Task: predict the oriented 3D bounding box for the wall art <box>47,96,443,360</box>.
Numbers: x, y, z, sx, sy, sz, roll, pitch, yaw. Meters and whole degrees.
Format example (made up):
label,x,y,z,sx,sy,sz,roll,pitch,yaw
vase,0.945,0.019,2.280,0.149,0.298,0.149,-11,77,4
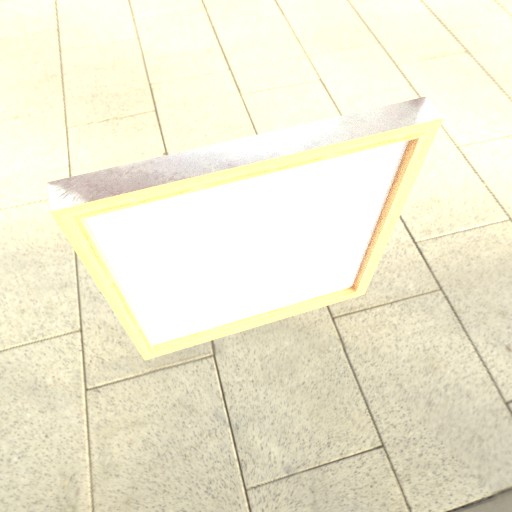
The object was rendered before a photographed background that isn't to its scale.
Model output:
label,x,y,z,sx,sy,sz,roll,pitch,yaw
wall art,0.000,0.000,0.461,0.303,0.303,0.028,-15,59,-9
